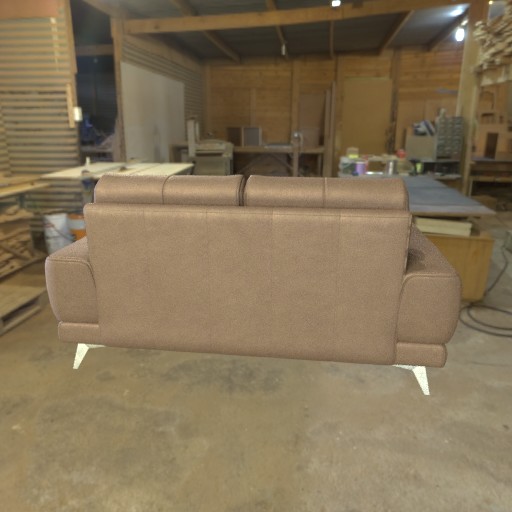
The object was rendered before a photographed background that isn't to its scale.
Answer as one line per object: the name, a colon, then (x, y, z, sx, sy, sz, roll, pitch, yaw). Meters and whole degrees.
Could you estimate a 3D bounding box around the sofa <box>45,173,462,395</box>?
sofa: (0.000, 0.000, 2.326, 1.806, 0.907, 1.018, 2, 17, 7)
